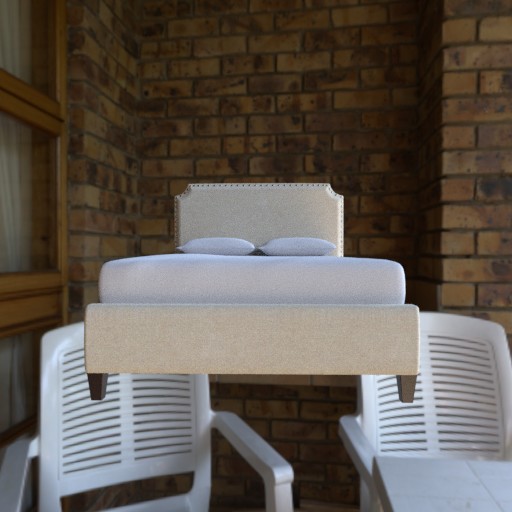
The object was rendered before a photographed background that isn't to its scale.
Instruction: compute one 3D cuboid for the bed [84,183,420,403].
[{"bbox_3d":[0.000,0.000,3.384,1.713,1.457,2.381,0,0,1],"label":"bed"}]
